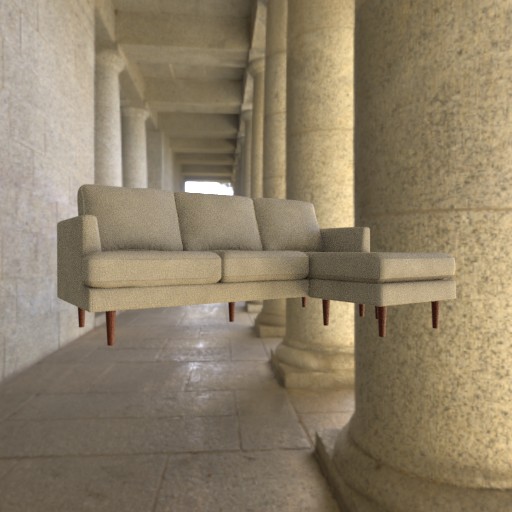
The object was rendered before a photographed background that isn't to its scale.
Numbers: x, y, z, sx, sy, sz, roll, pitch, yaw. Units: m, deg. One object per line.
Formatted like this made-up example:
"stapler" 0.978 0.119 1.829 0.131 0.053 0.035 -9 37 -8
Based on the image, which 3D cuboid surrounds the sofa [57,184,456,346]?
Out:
"sofa" 0.000 0.000 2.953 2.233 0.956 1.504 0 1 -34
